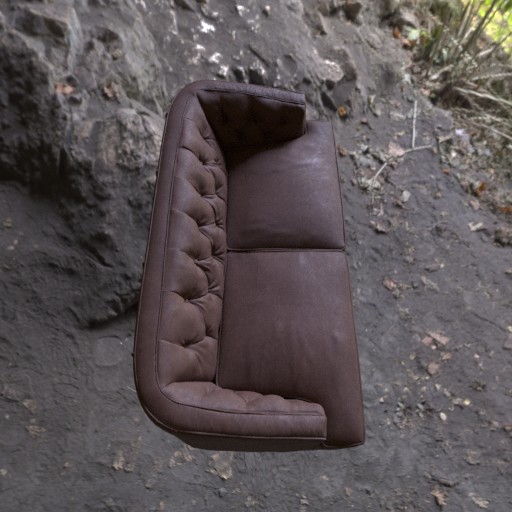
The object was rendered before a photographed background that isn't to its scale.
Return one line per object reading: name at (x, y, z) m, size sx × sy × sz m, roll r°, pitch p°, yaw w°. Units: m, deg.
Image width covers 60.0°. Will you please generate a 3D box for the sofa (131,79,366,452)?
sofa at (0.000, 0.000, 2.208) m, size 0.917 × 0.799 × 1.767 m, roll 0°, pitch 62°, yaw 0°
